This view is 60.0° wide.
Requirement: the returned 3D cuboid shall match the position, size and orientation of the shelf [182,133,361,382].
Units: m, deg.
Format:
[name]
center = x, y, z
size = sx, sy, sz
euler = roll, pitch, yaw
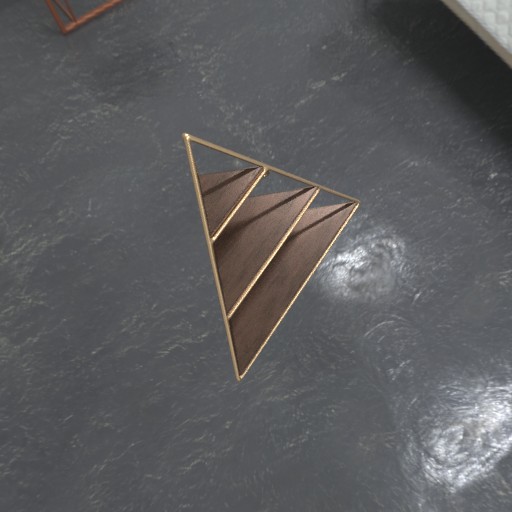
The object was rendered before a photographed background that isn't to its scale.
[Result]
[shelf]
center = 0.000, 0.000, 1.145
size = 0.294, 0.913, 0.564
euler = 34, 77, 9
